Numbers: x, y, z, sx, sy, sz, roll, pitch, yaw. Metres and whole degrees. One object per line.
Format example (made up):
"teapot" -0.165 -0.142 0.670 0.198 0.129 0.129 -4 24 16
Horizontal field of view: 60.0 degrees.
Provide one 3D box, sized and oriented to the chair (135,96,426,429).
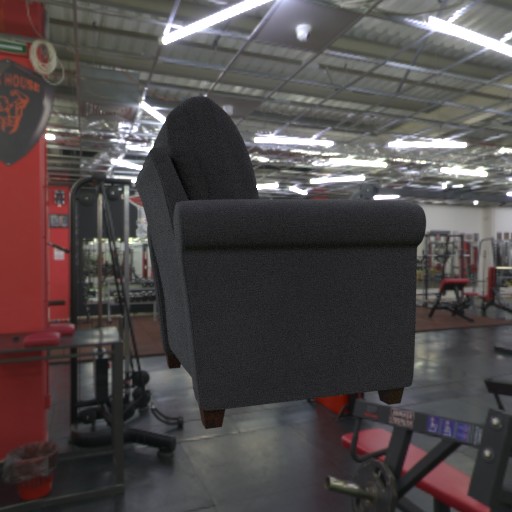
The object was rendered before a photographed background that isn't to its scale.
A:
"chair" 0.000 0.000 1.639 0.828 0.942 0.867 0 0 -19
